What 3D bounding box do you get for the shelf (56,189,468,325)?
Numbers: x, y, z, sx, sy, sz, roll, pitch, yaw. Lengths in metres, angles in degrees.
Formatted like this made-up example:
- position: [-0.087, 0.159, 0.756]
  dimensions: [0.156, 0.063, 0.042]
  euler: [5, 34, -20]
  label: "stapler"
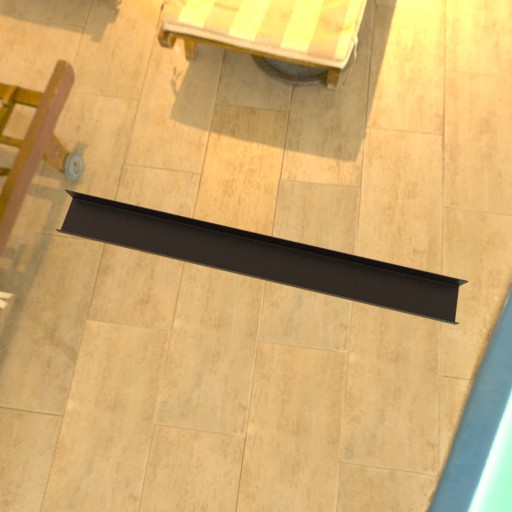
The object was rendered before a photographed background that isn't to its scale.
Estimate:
- position: [0.000, 0.000, 0.999]
  dimensions: [0.924, 0.049, 0.092]
  euler: [13, 75, 4]
  label: "shelf"
